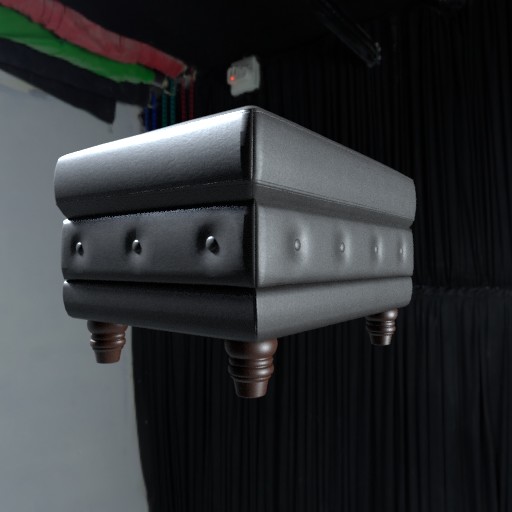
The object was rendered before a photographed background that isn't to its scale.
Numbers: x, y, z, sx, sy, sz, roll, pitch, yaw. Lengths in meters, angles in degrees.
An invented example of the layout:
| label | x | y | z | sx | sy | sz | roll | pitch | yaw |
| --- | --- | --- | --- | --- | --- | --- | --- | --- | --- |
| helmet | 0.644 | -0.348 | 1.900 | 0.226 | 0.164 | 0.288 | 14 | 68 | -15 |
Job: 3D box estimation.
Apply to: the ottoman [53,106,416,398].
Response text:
| label | x | y | z | sx | sy | sz | roll | pitch | yaw |
| --- | --- | --- | --- | --- | --- | --- | --- | --- | --- |
| ottoman | 0.000 | 0.000 | 1.151 | 0.590 | 0.498 | 0.795 | -1 | -1 | 37 |
